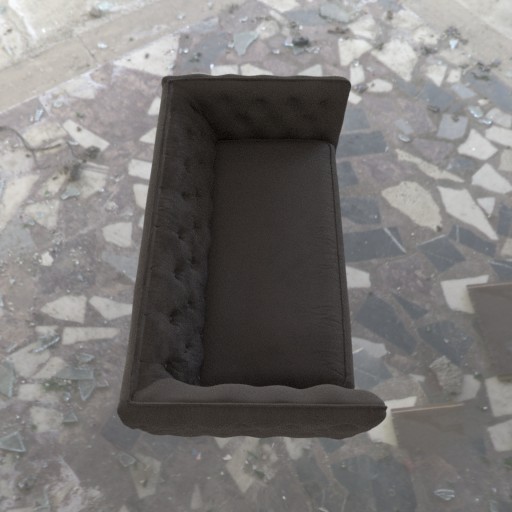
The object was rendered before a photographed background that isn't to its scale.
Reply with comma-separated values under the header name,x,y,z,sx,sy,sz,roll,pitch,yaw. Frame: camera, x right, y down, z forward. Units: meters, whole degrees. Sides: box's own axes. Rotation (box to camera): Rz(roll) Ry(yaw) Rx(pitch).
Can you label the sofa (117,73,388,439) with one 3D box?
name,x,y,z,sx,sy,sz,roll,pitch,yaw
sofa,0.000,0.000,2.094,0.909,0.810,1.583,1,64,0
